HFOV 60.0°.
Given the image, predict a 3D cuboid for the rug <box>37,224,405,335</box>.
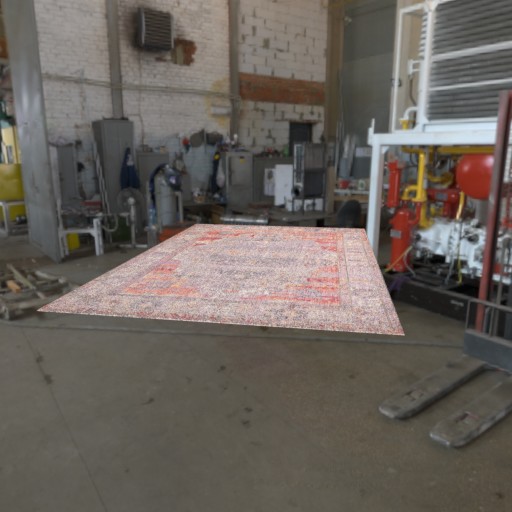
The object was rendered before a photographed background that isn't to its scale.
[{"bbox_3d":[0.000,0.000,2.303,1.219,0.005,1.829,2,14,9],"label":"rug"}]
